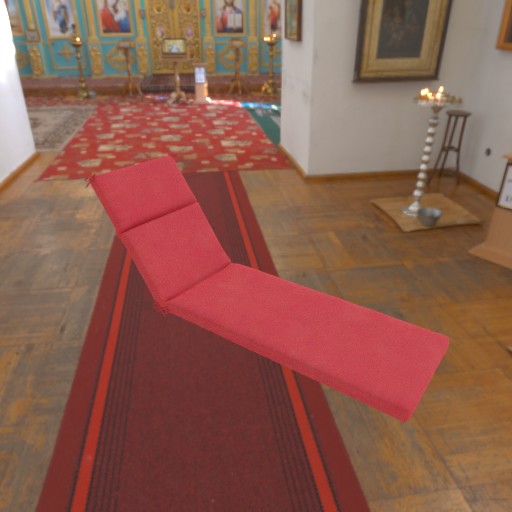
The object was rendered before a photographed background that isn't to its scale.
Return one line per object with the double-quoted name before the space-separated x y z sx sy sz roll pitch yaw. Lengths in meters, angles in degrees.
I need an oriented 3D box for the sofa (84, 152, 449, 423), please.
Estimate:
"sofa" 0.000 0.000 2.008 1.663 0.622 0.582 18 32 32
